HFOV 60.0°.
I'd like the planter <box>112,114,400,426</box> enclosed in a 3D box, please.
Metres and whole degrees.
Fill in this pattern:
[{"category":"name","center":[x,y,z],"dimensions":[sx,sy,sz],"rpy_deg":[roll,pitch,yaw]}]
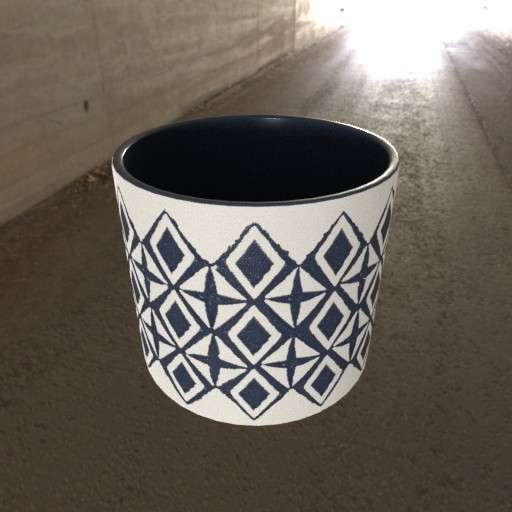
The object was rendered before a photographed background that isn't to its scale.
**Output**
[{"category":"planter","center":[0.000,0.000,0.288],"dimensions":[0.159,0.144,0.159],"rpy_deg":[0,31,0]}]
